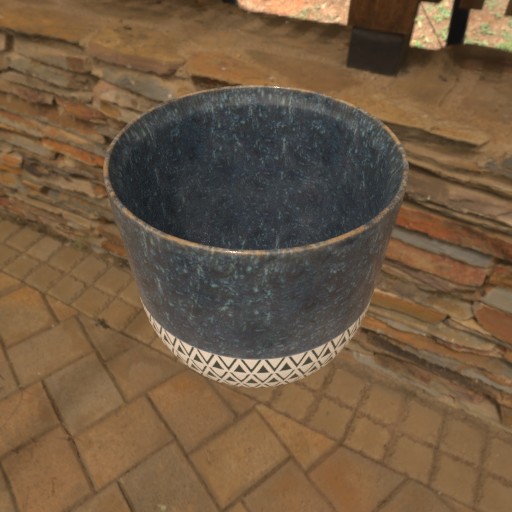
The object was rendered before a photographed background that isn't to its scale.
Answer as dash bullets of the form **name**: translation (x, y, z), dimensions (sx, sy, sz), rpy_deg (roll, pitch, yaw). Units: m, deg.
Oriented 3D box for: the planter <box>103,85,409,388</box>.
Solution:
- **planter**: translation (0.000, 0.000, 0.490), dimensions (0.266, 0.270, 0.266), rpy_deg (0, 45, 0)
